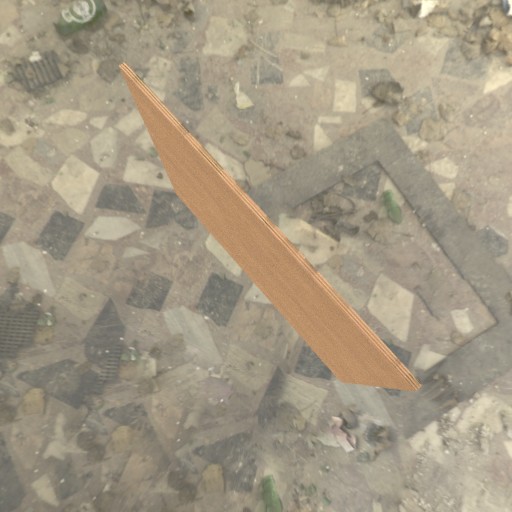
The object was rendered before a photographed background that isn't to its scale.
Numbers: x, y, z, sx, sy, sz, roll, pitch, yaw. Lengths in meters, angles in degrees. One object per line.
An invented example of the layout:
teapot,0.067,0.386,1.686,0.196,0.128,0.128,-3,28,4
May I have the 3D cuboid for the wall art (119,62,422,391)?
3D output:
wall art,0.000,0.000,0.696,0.010,0.408,0.508,-40,79,-9
